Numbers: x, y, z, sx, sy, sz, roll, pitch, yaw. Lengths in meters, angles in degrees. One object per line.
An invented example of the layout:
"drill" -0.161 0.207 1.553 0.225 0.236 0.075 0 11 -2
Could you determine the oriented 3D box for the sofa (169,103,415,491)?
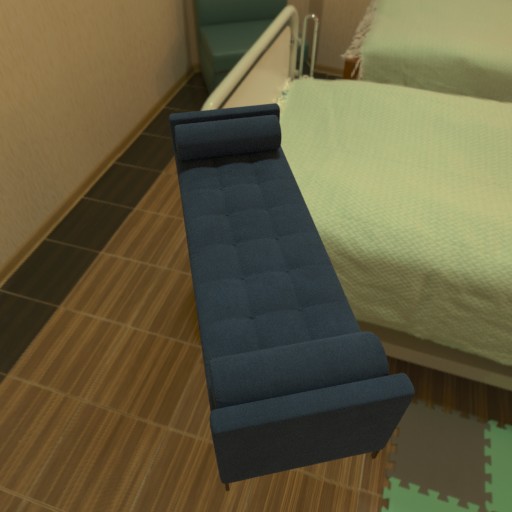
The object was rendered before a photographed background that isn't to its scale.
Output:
"sofa" 0.000 0.000 2.292 0.686 0.635 1.981 -8 48 -8
